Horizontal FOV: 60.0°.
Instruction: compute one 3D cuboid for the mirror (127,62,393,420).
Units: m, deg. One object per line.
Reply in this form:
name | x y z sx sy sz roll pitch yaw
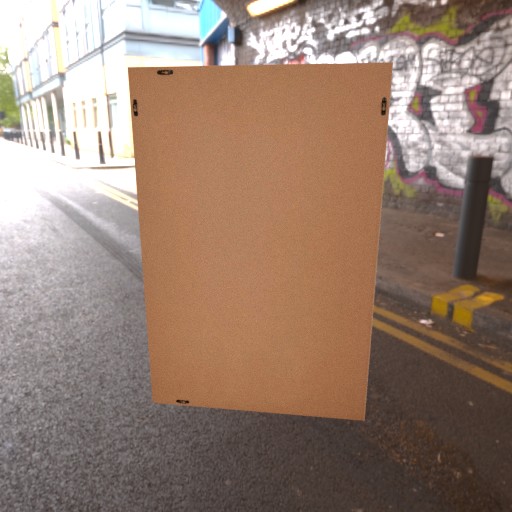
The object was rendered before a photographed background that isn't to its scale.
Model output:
mirror | 0.000 0.000 1.151 0.609 0.915 0.041 2 16 8
